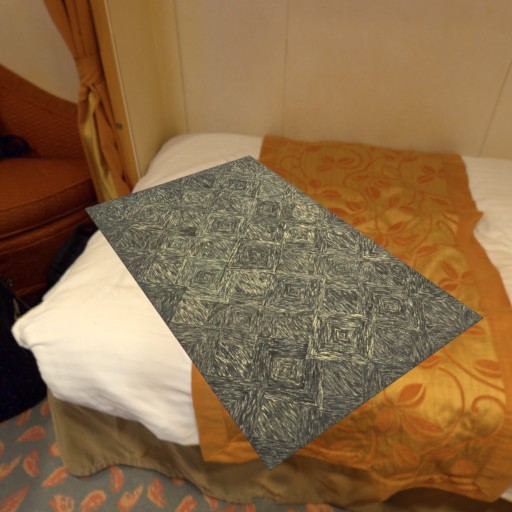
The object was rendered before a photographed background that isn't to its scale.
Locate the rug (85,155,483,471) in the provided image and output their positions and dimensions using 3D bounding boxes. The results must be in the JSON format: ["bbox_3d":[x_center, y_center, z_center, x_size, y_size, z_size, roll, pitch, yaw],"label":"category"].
[{"bbox_3d":[0.000,0.000,2.886,1.478,0.017,2.330,-24,46,-26],"label":"rug"}]
